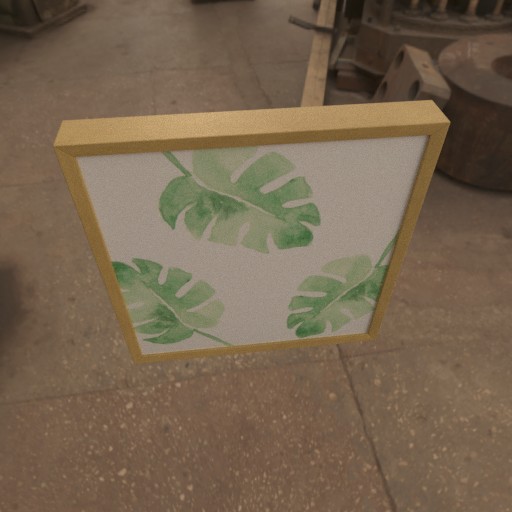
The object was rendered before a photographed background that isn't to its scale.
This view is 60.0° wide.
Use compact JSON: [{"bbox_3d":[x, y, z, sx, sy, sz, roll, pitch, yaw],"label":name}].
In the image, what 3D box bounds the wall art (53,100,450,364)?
[{"bbox_3d":[0.000,0.000,0.459,0.305,0.305,0.038,-5,46,-5],"label":"wall art"}]
